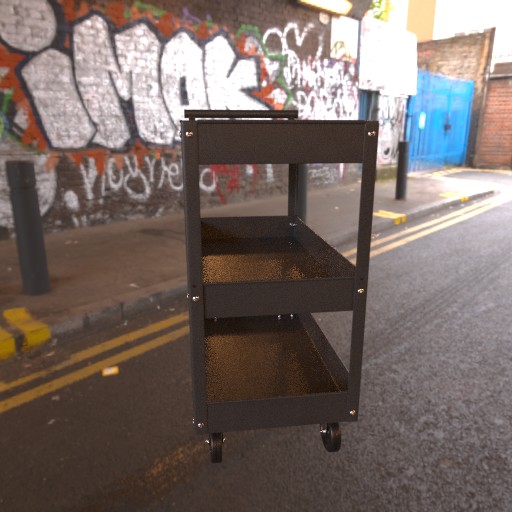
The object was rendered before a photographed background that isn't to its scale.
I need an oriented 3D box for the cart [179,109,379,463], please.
[{"bbox_3d":[0.000,0.000,1.195,0.366,0.780,0.719,-2,16,-7],"label":"cart"}]
